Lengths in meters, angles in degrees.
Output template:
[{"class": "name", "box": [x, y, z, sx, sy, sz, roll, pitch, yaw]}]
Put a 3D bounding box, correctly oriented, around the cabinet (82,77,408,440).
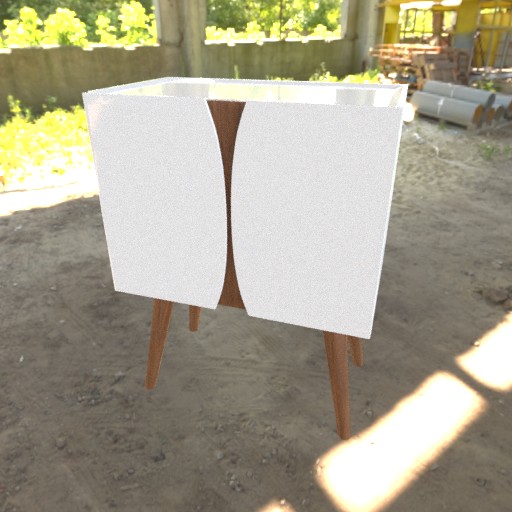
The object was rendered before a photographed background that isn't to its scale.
[{"class": "cabinet", "box": [0.000, 0.000, 1.083, 0.591, 0.772, 0.344, 9, 28, 16]}]
